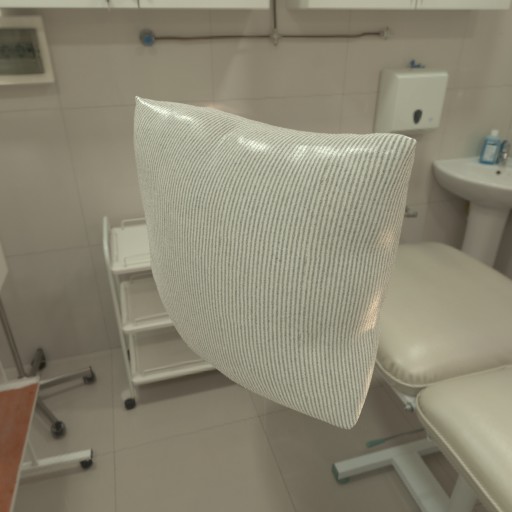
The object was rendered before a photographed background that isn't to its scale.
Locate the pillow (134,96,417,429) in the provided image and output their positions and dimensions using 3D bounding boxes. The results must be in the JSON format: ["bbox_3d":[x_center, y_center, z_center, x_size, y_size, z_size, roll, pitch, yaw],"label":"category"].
[{"bbox_3d":[0.000,0.000,0.676,0.310,0.432,0.387,-8,30,-15],"label":"pillow"}]
